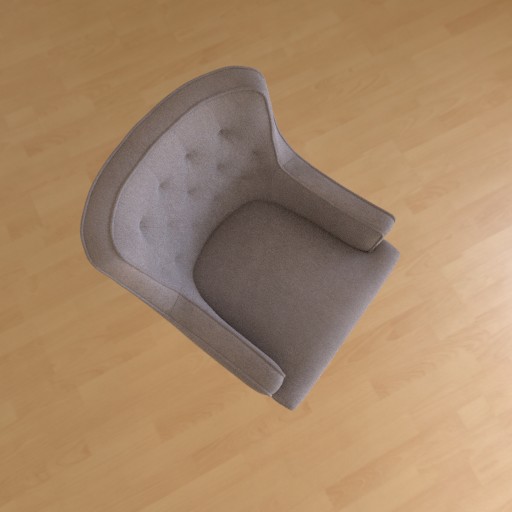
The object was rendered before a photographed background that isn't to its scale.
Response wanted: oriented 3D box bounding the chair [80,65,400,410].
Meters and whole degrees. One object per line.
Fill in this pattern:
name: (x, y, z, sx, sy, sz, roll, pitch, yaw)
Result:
chair: (0.000, 0.000, 1.658, 0.910, 0.919, 0.781, 36, 78, 9)
